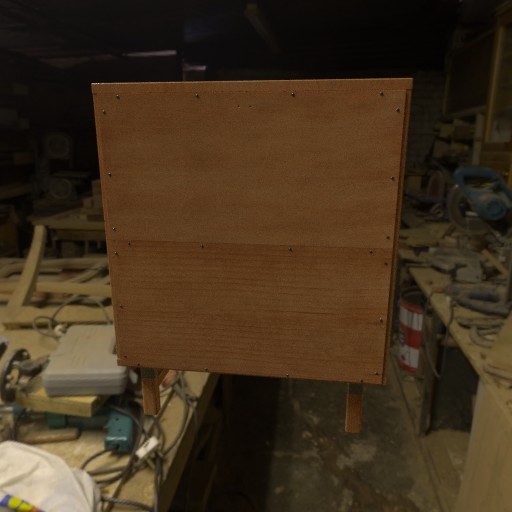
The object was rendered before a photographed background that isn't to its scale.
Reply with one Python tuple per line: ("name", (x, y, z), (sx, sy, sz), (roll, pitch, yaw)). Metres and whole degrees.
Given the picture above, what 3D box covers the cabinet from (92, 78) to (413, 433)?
("cabinet", (0.000, 0.000, 1.416), (0.800, 1.001, 0.419), (2, 15, 8))
